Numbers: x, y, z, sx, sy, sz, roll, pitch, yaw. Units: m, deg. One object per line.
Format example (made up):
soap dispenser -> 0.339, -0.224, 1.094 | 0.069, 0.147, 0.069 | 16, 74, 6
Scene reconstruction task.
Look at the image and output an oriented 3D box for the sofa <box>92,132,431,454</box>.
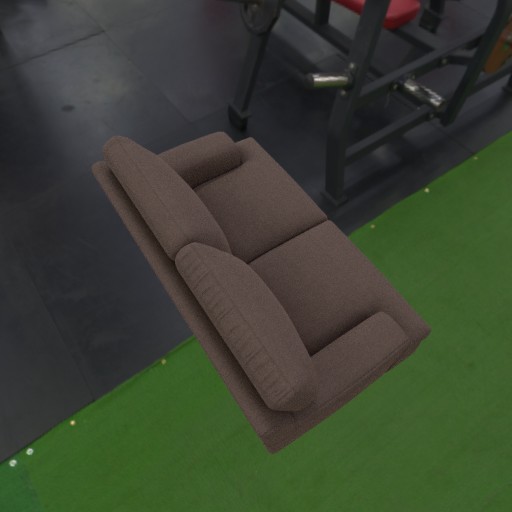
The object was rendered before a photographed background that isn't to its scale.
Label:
sofa -> 0.000, 0.000, 2.594 | 1.140, 0.950, 1.869 | -29, 62, -17
